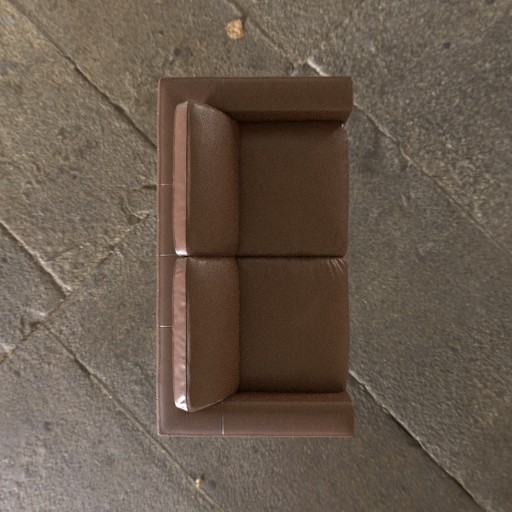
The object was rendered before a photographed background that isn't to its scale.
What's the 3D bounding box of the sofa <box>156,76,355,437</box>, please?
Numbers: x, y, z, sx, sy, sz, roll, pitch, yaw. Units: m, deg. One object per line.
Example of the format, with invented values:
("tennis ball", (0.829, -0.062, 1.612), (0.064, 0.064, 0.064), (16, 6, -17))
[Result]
("sofa", (0.000, 0.000, 2.502), (1.070, 0.800, 1.920), (0, 89, 1))
